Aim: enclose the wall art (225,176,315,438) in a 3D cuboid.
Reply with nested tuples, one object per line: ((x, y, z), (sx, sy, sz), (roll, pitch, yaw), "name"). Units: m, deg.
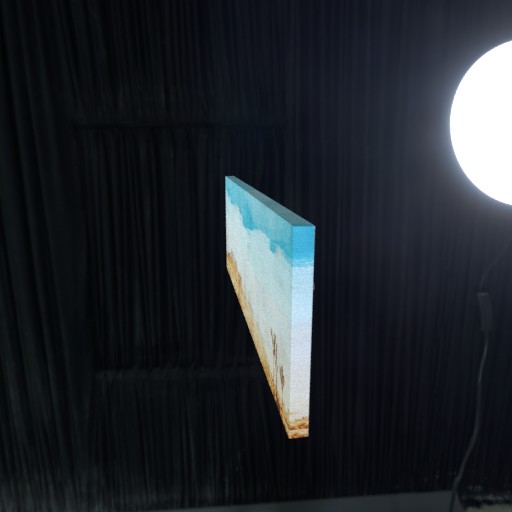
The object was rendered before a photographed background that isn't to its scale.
((0.000, 0.000, 0.856), (0.044, 0.254, 0.759), (-2, 14, -9), "wall art")
